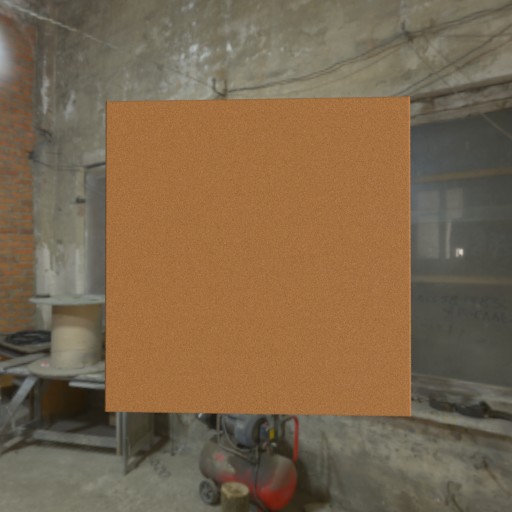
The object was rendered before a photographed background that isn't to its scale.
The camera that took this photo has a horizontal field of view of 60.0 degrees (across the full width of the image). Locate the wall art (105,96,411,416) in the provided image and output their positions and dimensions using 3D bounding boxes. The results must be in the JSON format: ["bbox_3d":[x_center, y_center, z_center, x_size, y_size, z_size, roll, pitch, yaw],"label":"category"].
[{"bbox_3d":[0.000,0.000,0.822,0.554,0.572,0.037,0,-1,3],"label":"wall art"}]
